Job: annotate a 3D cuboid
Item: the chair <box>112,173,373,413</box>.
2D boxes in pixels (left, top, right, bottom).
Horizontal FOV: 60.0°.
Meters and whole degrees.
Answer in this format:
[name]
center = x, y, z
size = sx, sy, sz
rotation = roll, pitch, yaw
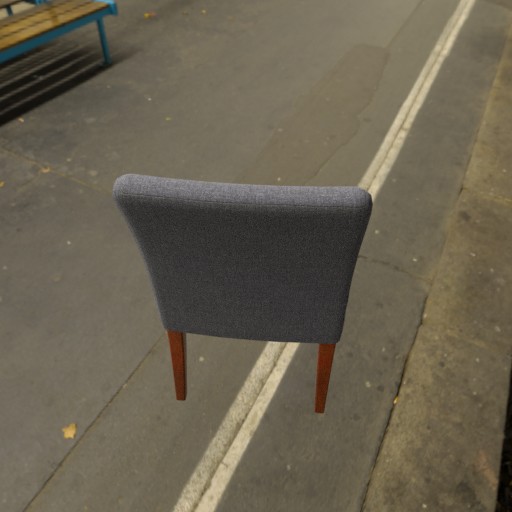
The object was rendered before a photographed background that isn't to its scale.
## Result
[chair]
center = 0.000, 0.000, 1.291
size = 0.508, 0.952, 0.655
rotation = 4, 46, 4
